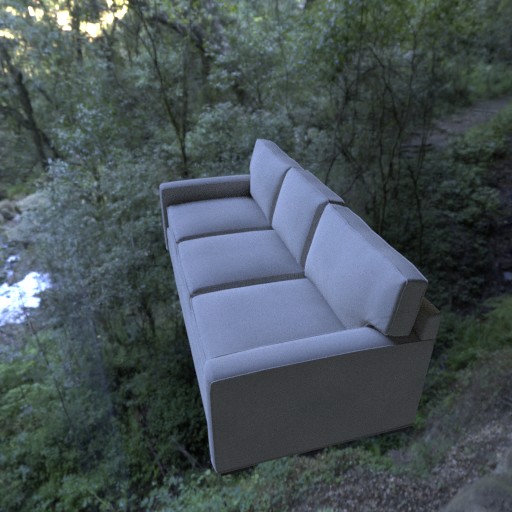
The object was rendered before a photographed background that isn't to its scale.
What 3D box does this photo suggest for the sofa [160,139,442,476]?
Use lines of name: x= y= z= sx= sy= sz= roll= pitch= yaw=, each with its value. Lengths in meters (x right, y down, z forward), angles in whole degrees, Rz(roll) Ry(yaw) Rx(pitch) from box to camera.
sofa: x=0.000 y=0.000 z=2.599 sx=0.935 sy=0.862 sz=2.088 roll=-8 pitch=31 yaw=-13
